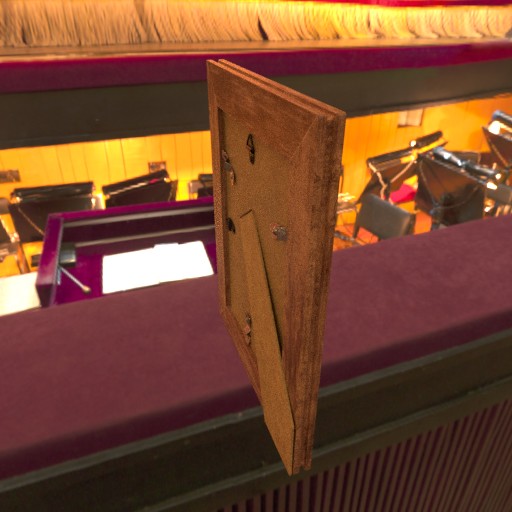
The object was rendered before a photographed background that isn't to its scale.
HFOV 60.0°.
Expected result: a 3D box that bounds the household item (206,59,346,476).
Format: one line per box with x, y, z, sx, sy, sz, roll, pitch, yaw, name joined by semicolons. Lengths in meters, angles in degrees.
0.000;0.000;0.315;0.018;0.237;0.186;-10;32;-17;household item
